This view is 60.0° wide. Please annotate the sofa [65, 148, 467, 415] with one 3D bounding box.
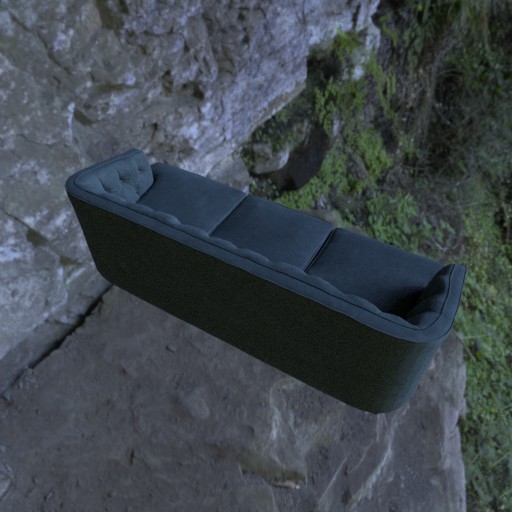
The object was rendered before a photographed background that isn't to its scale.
[{"bbox_3d":[0.000,0.000,2.720,2.278,0.855,0.941,23,50,21],"label":"sofa"}]
